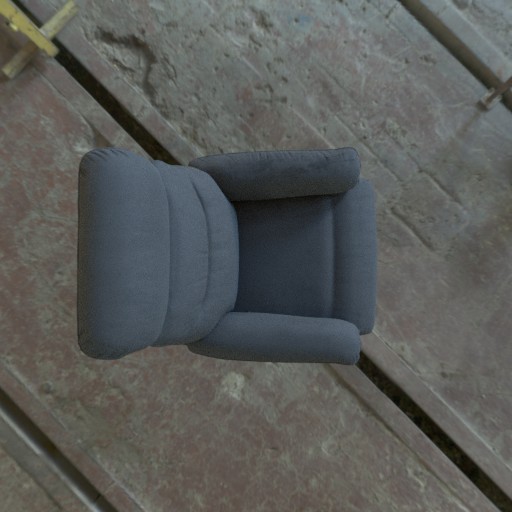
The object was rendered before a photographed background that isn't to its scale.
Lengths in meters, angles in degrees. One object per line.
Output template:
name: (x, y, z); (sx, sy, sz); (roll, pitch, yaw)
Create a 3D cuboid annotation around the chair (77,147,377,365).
chair: (0.000, 0.000, 1.729); (1.004, 1.037, 0.820); (0, 89, 1)
